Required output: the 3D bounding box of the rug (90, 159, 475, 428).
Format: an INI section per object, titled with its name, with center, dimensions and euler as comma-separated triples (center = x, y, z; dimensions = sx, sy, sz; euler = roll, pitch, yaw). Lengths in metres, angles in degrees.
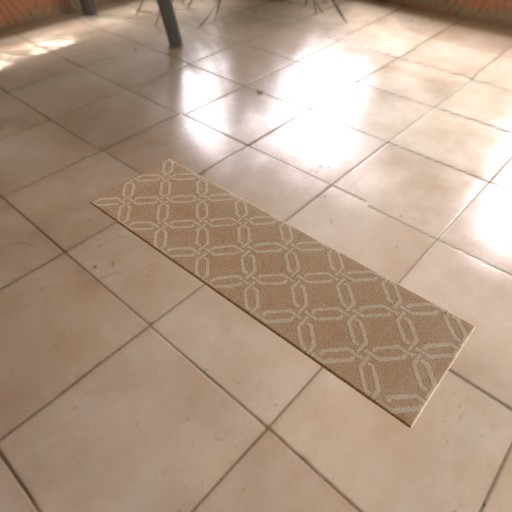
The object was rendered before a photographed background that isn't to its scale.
[rug]
center = 0.000, 0.000, 2.527
dimensions = 2.276, 0.014, 0.678
euler = 32, 53, 28
